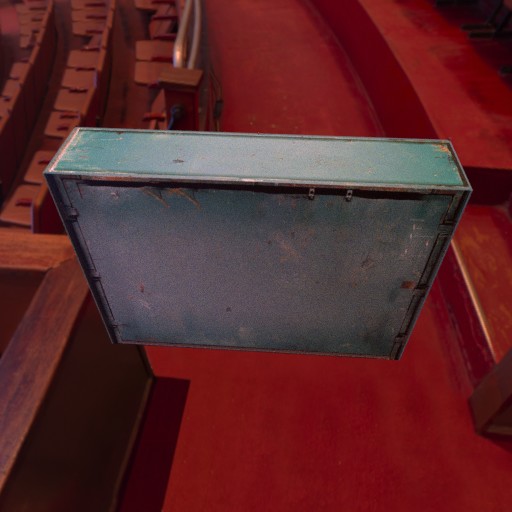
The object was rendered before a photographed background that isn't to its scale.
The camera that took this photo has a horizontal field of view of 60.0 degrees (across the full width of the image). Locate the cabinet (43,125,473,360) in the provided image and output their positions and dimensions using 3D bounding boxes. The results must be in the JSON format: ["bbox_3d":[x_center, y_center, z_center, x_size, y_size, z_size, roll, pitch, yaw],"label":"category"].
[{"bbox_3d":[0.000,0.000,4.091,3.001,2.160,0.680,3,45,3],"label":"cabinet"}]
